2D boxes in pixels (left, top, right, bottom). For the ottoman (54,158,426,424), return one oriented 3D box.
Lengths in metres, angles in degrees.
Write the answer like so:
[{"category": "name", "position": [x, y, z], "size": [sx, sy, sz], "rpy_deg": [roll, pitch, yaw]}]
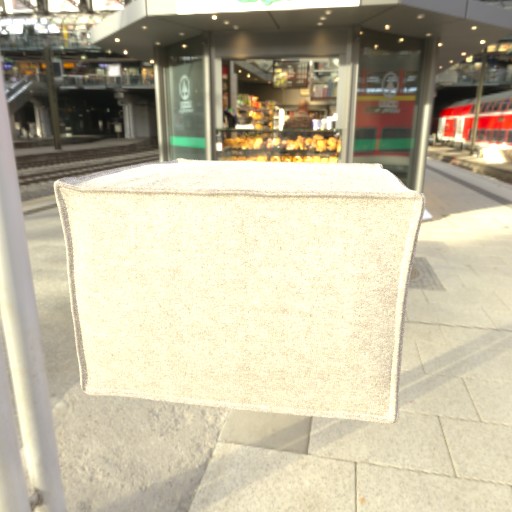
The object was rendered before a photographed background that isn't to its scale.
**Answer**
[{"category": "ottoman", "position": [0.000, 0.000, 1.149], "size": [0.696, 0.470, 0.707], "rpy_deg": [3, 17, 9]}]
